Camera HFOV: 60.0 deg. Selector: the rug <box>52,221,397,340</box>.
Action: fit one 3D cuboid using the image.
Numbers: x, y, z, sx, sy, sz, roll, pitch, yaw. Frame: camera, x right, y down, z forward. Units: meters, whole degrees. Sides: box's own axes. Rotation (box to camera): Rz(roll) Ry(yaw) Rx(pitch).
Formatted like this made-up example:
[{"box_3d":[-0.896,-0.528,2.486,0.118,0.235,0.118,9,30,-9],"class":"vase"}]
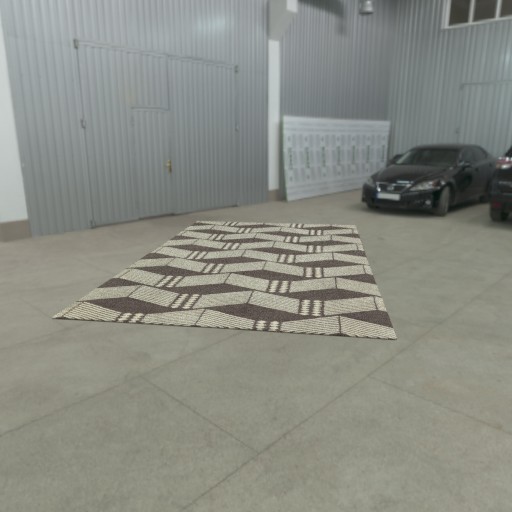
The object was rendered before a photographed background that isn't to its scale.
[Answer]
[{"box_3d":[0.000,0.000,3.066,1.517,0.011,2.435,2,15,8],"class":"rug"}]
